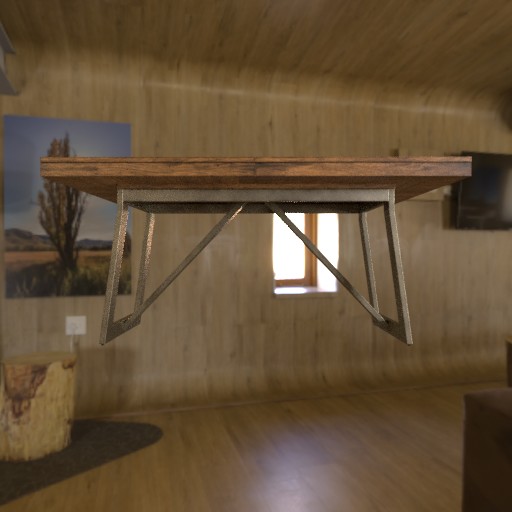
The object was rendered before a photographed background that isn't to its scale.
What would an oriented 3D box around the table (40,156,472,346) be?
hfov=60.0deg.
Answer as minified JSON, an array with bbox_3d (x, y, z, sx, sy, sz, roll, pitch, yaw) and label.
[{"bbox_3d":[0.000,0.000,2.153,1.641,0.757,0.931,0,0,0],"label":"table"}]
